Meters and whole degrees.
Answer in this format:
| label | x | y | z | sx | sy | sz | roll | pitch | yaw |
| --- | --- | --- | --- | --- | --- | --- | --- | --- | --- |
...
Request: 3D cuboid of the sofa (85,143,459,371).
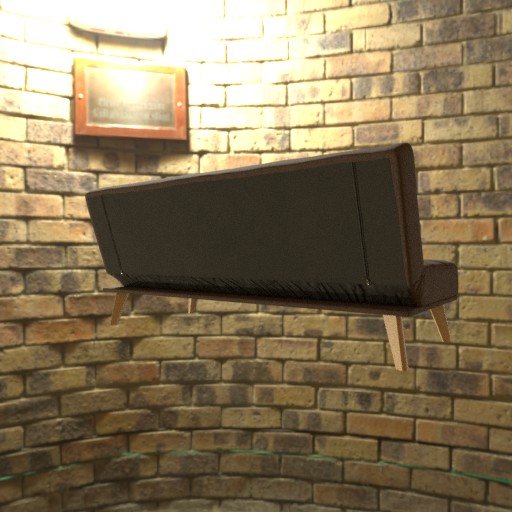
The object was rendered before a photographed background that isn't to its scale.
| label | x | y | z | sx | sy | sz | roll | pitch | yaw |
| --- | --- | --- | --- | --- | --- | --- | --- | --- | --- |
| sofa | 0.000 | 0.000 | 2.313 | 1.800 | 0.810 | 0.860 | 0 | 0 | 37 |
